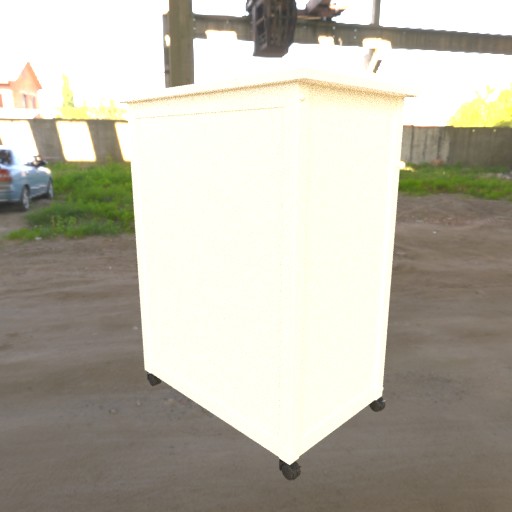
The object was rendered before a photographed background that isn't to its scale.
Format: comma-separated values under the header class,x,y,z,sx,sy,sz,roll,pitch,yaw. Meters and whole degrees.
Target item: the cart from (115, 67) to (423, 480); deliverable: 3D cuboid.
class,x,y,z,sx,sy,sz,roll,pitch,yaw
cart,0.000,0.000,1.244,0.442,0.864,0.683,-14,20,-43
